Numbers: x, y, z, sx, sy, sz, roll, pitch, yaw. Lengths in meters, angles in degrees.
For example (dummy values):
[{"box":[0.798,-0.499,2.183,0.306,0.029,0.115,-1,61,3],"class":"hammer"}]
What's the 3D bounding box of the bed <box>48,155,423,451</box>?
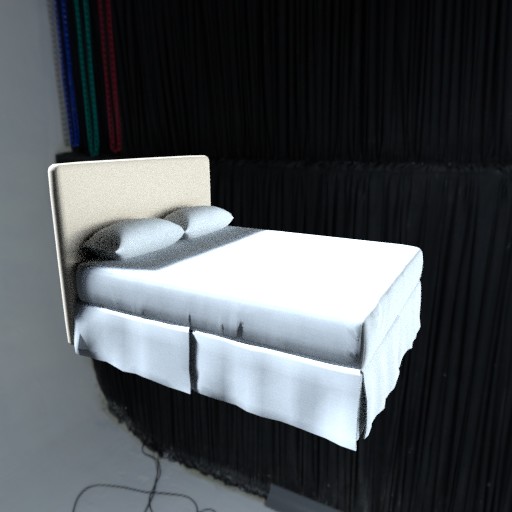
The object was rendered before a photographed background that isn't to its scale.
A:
[{"box":[0.000,0.000,3.177,2.142,1.330,1.748,8,17,28],"class":"bed"}]
